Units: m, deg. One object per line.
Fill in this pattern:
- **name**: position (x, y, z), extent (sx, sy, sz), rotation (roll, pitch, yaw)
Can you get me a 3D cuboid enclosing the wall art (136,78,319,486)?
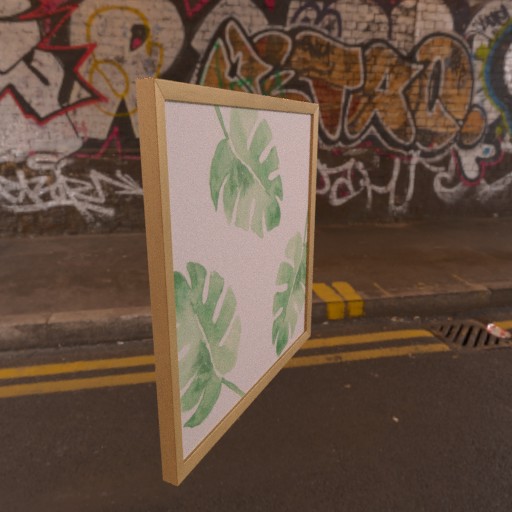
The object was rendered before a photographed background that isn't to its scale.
- **wall art**: position (0.000, 0.000, 1.118), extent (0.037, 0.763, 0.763), rotation (8, 17, 26)
